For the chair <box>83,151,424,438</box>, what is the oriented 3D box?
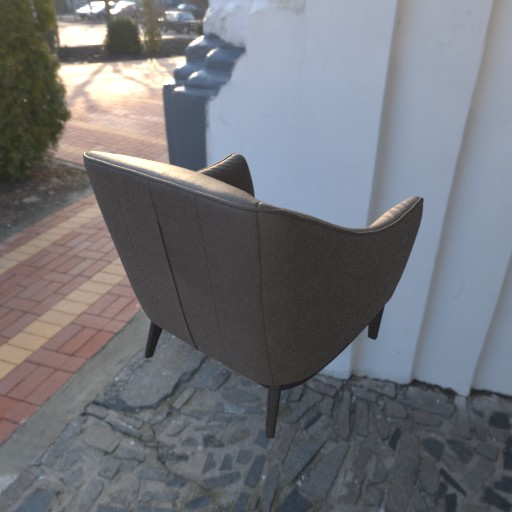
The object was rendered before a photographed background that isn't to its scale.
[{"bbox_3d":[0.000,0.000,1.565,0.871,0.830,0.852,21,36,33],"label":"chair"}]
